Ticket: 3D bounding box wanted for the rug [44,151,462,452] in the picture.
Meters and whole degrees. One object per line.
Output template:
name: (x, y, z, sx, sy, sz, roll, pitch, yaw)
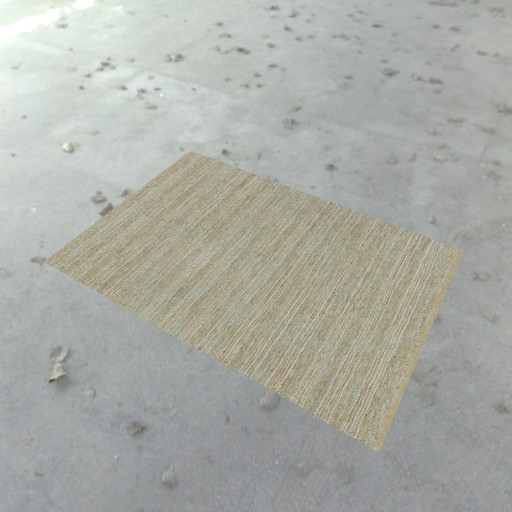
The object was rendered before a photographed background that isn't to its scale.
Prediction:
rug: (0.000, 0.000, 2.328, 1.824, 0.010, 1.240, 24, 50, 22)
